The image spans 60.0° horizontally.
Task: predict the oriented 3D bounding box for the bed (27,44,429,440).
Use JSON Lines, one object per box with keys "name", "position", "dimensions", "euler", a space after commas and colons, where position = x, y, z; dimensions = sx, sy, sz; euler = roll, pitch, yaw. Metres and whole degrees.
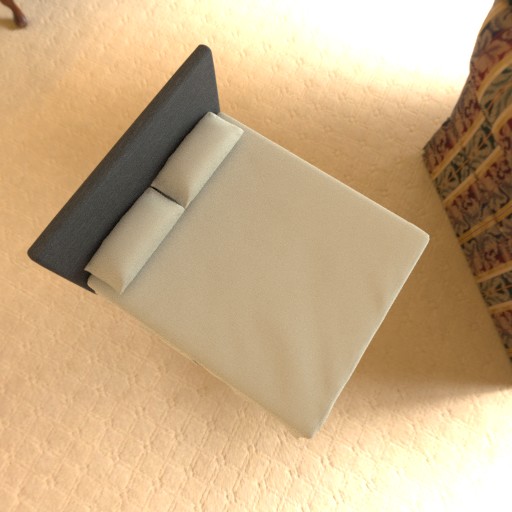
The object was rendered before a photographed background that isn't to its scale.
{"name": "bed", "position": [0.000, 0.000, 3.289], "dimensions": [2.142, 1.330, 1.884], "euler": [33, 77, 8]}
